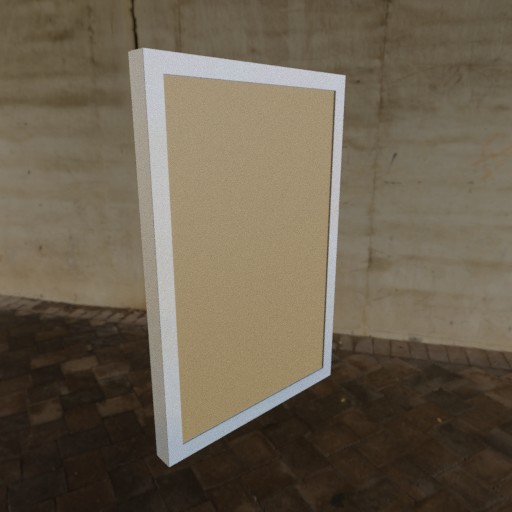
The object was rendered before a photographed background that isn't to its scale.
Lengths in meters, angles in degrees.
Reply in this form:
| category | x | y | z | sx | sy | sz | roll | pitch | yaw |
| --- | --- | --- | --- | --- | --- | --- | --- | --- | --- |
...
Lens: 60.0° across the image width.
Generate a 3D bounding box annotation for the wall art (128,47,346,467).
| category | x | y | z | sx | sy | sz | roll | pitch | yaw |
| --- | --- | --- | --- | --- | --- | --- | --- | --- | --- |
| wall art | 0.000 | 0.000 | 0.766 | 0.408 | 0.611 | 0.038 | -14 | 21 | -41 |
